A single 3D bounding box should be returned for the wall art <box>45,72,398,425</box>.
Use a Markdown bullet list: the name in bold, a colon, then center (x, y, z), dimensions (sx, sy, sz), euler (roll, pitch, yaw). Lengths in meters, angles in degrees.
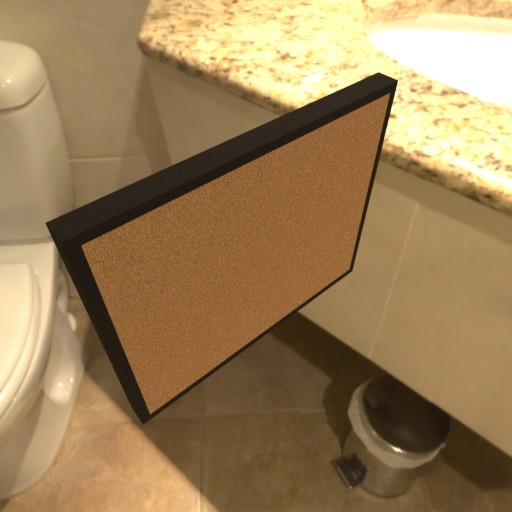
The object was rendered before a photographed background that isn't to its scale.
- **wall art**: center (0.000, 0.000, 0.536), dimensions (0.397, 0.325, 0.028), euler (-32, 54, -26)
